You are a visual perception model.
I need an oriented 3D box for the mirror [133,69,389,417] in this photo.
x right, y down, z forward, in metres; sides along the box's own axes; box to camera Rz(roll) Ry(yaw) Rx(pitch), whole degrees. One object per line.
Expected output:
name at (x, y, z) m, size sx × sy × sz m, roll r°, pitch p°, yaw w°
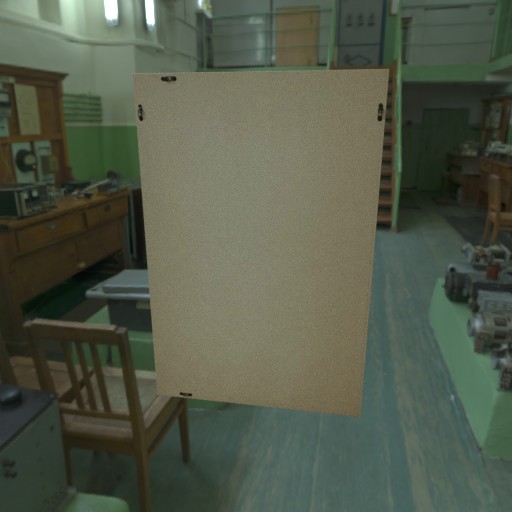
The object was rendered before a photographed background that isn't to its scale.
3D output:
mirror at (0.000, 0.000, 1.188) m, size 0.609 × 0.915 × 0.041 m, roll 3°, pitch 18°, yaw 10°
